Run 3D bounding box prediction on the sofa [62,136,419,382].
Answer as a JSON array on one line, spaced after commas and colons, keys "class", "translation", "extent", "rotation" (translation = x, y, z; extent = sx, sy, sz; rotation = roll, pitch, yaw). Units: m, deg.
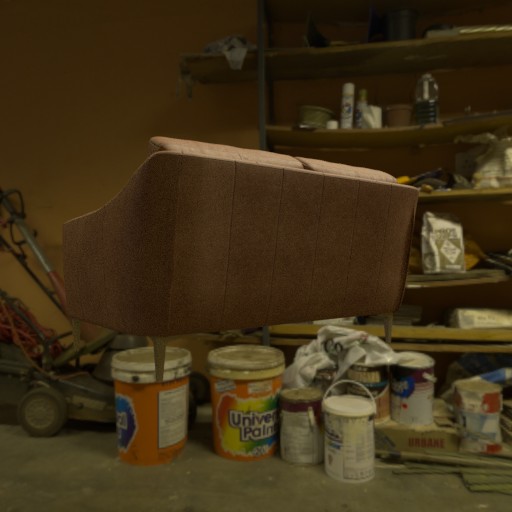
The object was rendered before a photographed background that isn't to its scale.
[{"class": "sofa", "translation": [0.000, 0.000, 2.197], "extent": [1.619, 0.902, 0.960], "rotation": [0, 0, -35]}]
